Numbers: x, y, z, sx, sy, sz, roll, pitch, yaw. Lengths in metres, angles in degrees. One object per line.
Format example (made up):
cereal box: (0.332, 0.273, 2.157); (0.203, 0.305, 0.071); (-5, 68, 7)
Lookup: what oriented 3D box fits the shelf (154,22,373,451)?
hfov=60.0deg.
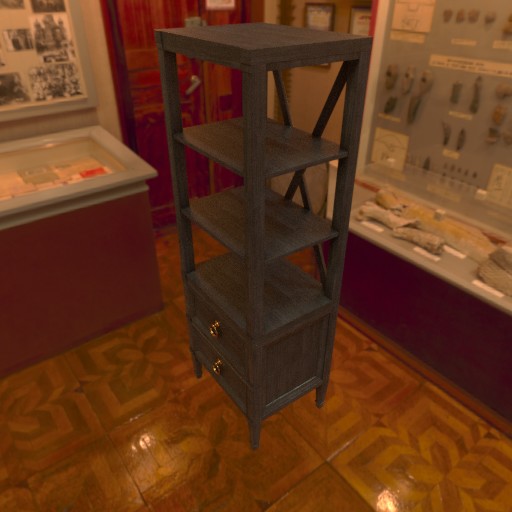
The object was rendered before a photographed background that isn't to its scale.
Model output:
shelf: (0.000, 0.000, 1.913); (0.472, 1.727, 0.584); (-21, 38, -29)
